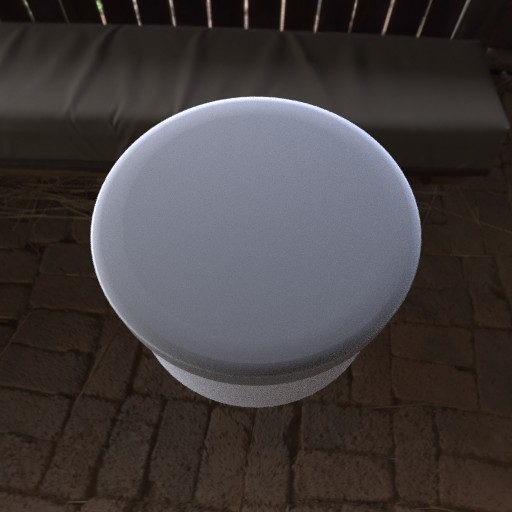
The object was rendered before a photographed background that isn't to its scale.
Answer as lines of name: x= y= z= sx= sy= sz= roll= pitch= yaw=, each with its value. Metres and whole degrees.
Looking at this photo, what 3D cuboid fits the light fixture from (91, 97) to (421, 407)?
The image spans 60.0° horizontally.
light fixture: x=0.000 y=0.000 z=0.633 sx=0.393 sy=0.229 sz=0.393 roll=0 pitch=62 yaw=0
